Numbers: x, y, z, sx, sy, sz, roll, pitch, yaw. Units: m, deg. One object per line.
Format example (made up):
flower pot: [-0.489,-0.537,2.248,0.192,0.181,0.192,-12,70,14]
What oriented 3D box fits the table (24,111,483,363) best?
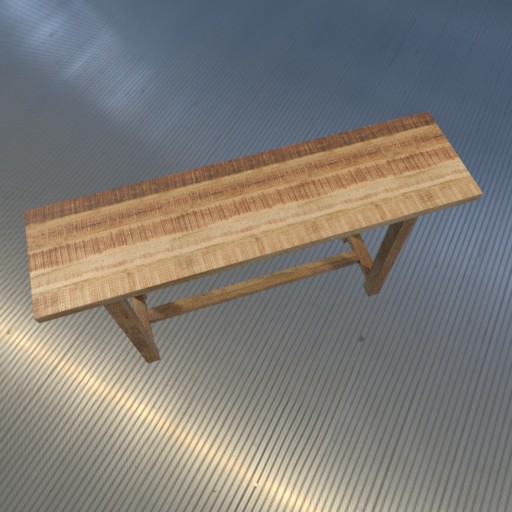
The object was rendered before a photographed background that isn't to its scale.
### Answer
table: [0.000,0.000,1.881,1.524,0.810,0.405,-16,64,-8]
